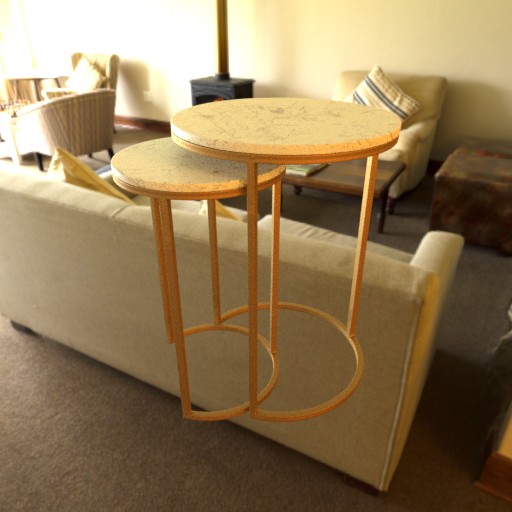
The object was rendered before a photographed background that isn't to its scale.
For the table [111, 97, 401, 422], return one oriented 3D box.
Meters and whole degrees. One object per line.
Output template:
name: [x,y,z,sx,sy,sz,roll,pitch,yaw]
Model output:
table: [0.000,0.000,0.907,0.507,0.550,0.400,-9,30,-15]
